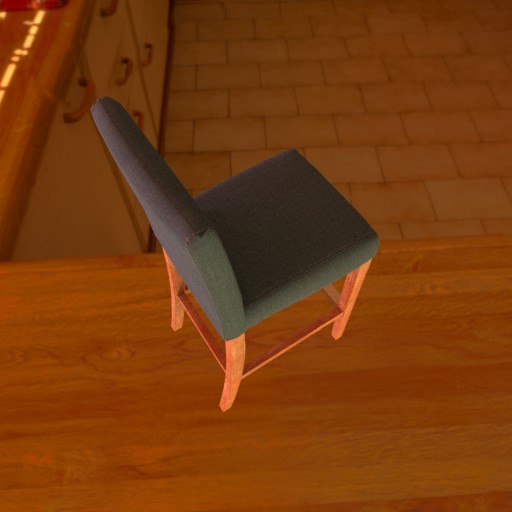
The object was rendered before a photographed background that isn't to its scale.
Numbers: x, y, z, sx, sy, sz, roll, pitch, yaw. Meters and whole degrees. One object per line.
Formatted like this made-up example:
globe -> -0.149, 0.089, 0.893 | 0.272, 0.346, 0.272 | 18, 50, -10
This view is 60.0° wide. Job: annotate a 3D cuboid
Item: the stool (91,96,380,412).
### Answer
stool -> 0.000, 0.000, 1.341 | 0.574, 1.088, 0.454 | -29, 61, -18
